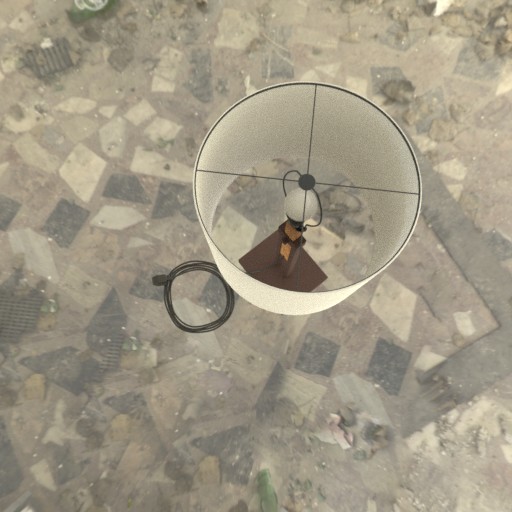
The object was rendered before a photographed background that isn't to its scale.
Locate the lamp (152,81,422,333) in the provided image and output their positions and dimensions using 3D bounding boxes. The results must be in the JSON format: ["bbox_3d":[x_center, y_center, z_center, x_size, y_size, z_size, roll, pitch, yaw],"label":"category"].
[{"bbox_3d":[0.000,0.000,1.001,0.525,0.668,0.396,-38,79,-9],"label":"lamp"}]
